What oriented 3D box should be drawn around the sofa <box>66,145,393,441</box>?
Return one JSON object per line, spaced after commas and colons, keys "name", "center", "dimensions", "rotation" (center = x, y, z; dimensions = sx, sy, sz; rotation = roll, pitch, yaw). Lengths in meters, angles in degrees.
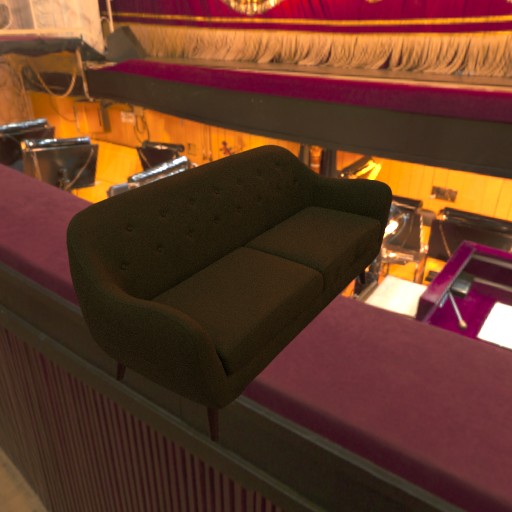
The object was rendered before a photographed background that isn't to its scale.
{"name": "sofa", "center": [0.000, 0.000, 2.335], "dimensions": [0.820, 0.836, 1.840], "rotation": [18, 32, 31]}
